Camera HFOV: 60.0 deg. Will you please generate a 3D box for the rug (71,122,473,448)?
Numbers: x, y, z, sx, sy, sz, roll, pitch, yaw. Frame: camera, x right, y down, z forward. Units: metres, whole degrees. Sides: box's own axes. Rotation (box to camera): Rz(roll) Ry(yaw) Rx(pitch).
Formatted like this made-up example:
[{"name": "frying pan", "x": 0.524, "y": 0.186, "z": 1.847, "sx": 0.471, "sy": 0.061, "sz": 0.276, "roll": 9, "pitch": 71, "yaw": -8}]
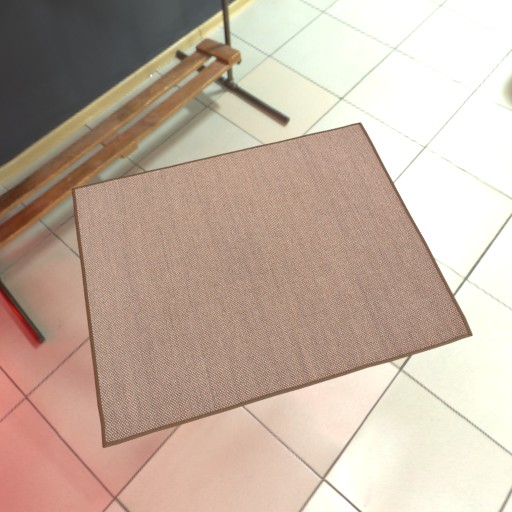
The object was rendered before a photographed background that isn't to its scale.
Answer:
[{"name": "rug", "x": 0.000, "y": 0.000, "z": 3.955, "sx": 3.041, "sy": 0.020, "sz": 2.413, "roll": -15, "pitch": 64, "yaw": -7}]
